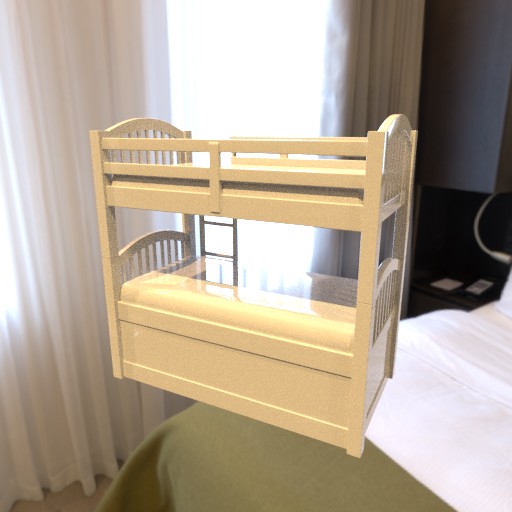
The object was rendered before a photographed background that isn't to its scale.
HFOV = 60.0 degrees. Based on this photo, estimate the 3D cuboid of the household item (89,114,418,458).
[{"bbox_3d":[0.000,0.000,3.382,2.032,2.032,1.143,8,18,26],"label":"household item"}]
